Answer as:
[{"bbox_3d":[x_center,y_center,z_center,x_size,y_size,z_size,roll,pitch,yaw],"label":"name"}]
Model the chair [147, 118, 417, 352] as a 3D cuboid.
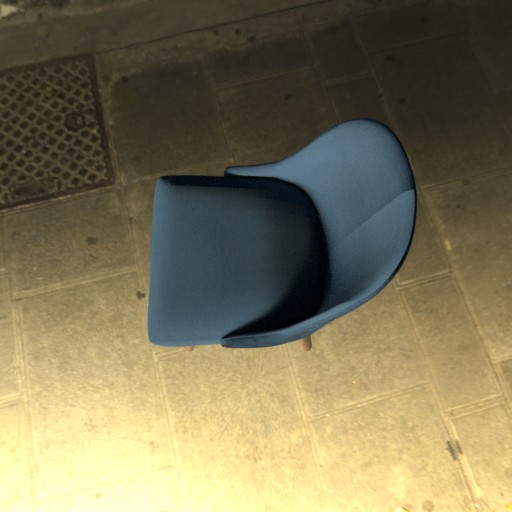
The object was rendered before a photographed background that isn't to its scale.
[{"bbox_3d":[0.000,0.000,1.230,0.589,0.882,0.503,0,74,0],"label":"chair"}]
